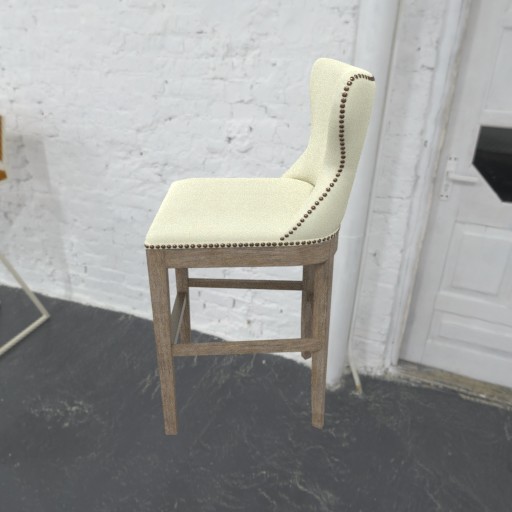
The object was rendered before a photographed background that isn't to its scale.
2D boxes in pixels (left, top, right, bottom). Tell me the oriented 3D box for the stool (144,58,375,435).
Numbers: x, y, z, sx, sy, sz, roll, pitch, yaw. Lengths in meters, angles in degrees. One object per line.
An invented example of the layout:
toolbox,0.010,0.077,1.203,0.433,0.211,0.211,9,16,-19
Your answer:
stool,0.000,0.000,1.404,0.606,1.123,0.494,0,28,-1
